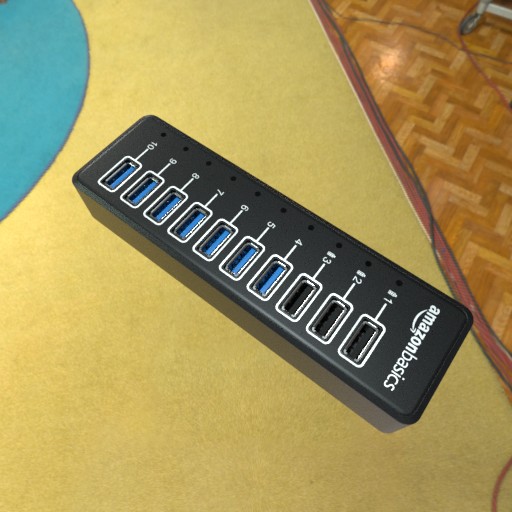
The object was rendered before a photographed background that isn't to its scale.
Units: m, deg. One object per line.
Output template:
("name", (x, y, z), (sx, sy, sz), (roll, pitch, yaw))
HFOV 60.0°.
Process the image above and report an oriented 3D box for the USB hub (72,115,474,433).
("USB hub", (0.000, 0.000, 0.163), (0.145, 0.023, 0.044), (34, 67, 16))
